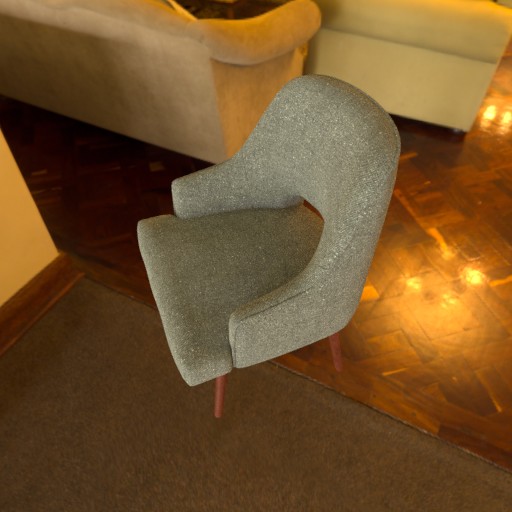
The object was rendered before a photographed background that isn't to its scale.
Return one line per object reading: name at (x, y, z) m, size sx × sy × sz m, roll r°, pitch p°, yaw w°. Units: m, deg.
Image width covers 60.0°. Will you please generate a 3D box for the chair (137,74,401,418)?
chair at (0.000, 0.000, 1.315) m, size 0.629 × 0.875 × 0.608 m, roll -16°, pitch 49°, yaw -15°
